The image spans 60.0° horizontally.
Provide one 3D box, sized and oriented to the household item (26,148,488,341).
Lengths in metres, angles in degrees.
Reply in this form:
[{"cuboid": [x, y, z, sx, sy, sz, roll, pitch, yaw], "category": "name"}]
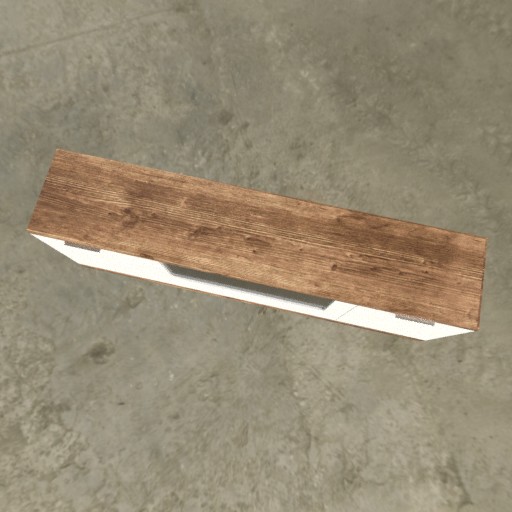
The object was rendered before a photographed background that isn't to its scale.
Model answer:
[{"cuboid": [0.000, 0.000, 2.060, 1.800, 0.615, 0.390, 12, 76, 3], "category": "household item"}]
